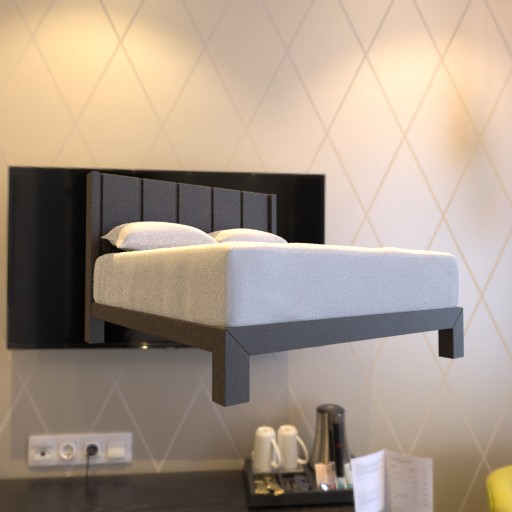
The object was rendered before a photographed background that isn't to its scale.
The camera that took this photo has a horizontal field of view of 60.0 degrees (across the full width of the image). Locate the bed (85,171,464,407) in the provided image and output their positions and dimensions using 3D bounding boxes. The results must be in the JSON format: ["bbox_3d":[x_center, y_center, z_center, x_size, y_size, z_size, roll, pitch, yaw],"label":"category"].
[{"bbox_3d":[0.000,0.000,3.049,1.735,1.261,1.992,1,-2,-36],"label":"bed"}]
